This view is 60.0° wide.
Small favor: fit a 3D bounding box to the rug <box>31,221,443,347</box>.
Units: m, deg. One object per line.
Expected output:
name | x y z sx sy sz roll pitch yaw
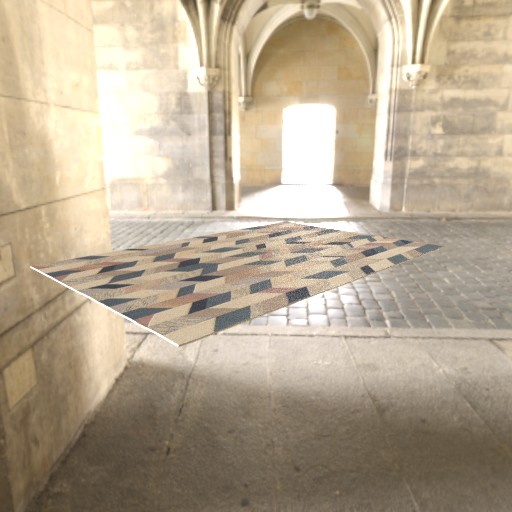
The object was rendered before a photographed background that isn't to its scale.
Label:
rug | 0.000 0.000 2.299 1.813 0.006 1.202 -14 19 -43
